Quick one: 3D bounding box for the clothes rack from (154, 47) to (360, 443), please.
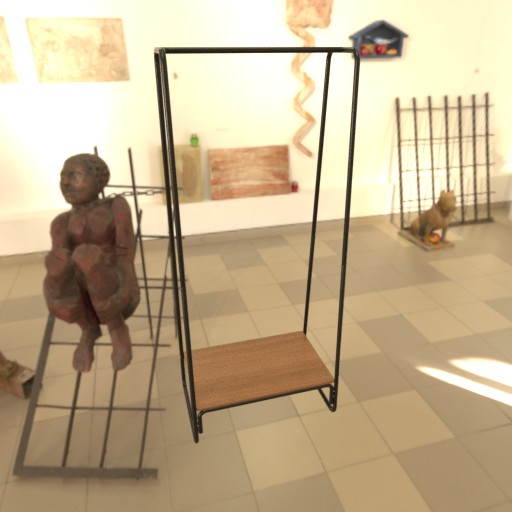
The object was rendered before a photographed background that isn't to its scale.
[{"bbox_3d":[0.000,0.000,1.758,0.640,1.500,0.400,-7,27,-15],"label":"clothes rack"}]
